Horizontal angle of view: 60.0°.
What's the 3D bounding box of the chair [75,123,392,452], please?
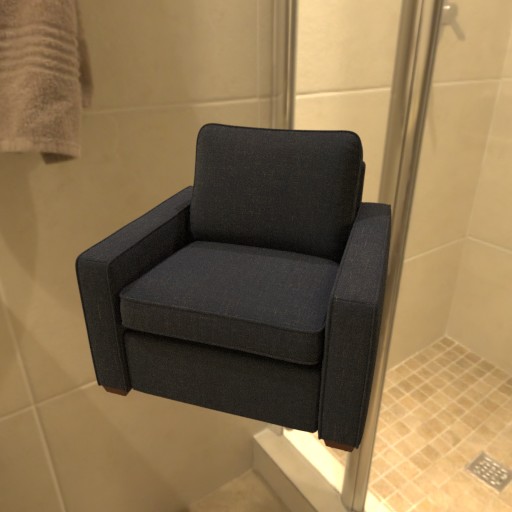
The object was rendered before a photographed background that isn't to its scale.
[{"bbox_3d":[0.000,0.000,1.770,1.017,0.919,0.940,8,26,16],"label":"chair"}]
